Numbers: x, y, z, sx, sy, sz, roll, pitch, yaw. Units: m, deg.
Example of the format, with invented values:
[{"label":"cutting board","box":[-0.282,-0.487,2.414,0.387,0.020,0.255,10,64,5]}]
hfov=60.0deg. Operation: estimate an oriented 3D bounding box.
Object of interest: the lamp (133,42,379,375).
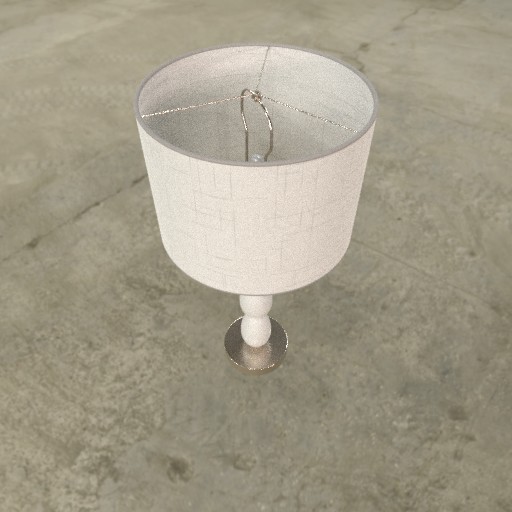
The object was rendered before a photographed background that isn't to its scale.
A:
[{"label":"lamp","box":[0.000,0.000,0.716,0.280,0.559,0.282,-17,50,-15]}]
